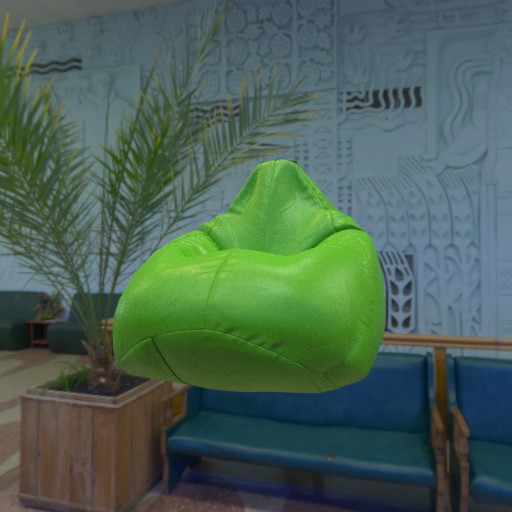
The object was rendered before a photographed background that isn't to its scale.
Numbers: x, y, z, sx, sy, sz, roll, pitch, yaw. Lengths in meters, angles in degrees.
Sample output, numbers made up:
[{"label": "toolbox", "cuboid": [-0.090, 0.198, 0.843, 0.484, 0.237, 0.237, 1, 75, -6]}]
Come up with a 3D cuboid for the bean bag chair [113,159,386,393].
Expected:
[{"label": "bean bag chair", "cuboid": [0.000, 0.000, 1.905, 1.070, 0.990, 1.070, 0, 0, 17]}]
